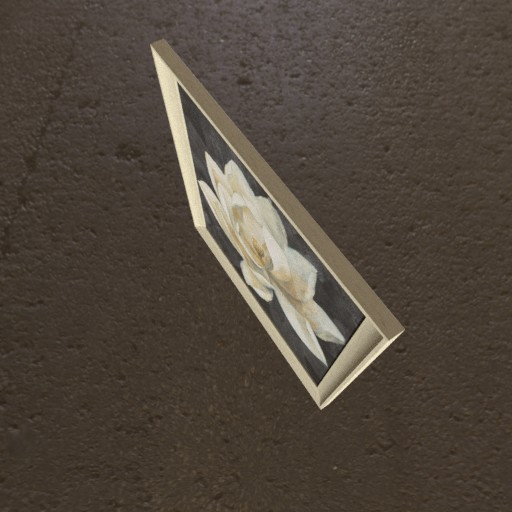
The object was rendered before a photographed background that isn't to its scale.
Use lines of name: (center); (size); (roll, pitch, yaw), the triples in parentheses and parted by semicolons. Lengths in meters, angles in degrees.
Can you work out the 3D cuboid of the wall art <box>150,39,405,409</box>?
wall art: (0.000, 0.000, 1.517); (0.045, 1.016, 1.016); (-30, 68, -14)
